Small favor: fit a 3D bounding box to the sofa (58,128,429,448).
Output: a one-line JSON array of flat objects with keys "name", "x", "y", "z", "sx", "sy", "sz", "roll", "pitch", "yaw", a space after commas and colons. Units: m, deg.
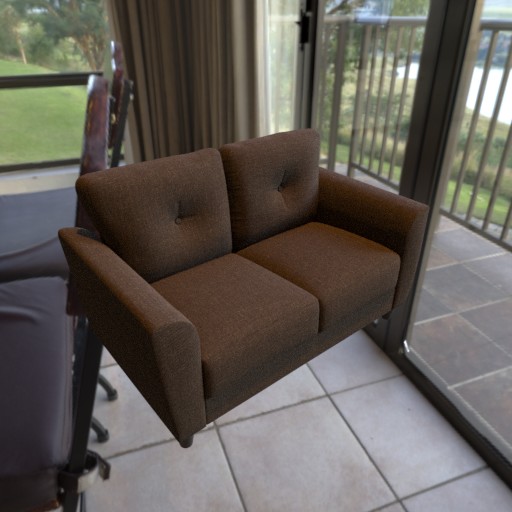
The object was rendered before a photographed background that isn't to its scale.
[{"name": "sofa", "x": 0.000, "y": 0.000, "z": 2.007, "sx": 1.423, "sy": 0.885, "sz": 0.851, "roll": -22, "pitch": 36, "yaw": -33}]
